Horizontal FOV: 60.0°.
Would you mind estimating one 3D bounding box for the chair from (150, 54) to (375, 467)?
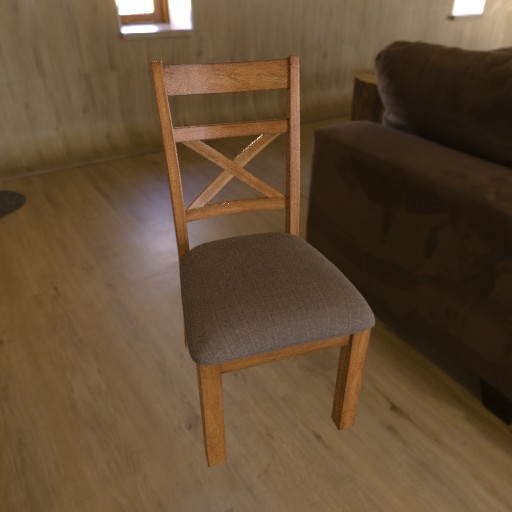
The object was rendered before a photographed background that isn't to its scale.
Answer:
[{"bbox_3d":[0.000,0.000,1.231,0.470,0.949,0.581,-9,33,-15],"label":"chair"}]
